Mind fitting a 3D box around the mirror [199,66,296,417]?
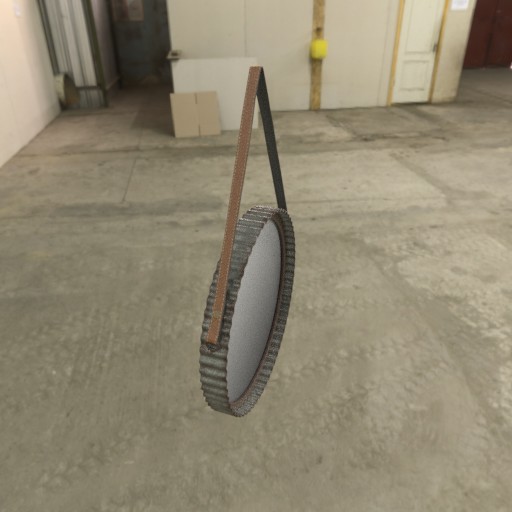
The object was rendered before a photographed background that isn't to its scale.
[{"bbox_3d":[0.000,0.000,0.716,0.042,0.568,0.355,10,31,17],"label":"mirror"}]
